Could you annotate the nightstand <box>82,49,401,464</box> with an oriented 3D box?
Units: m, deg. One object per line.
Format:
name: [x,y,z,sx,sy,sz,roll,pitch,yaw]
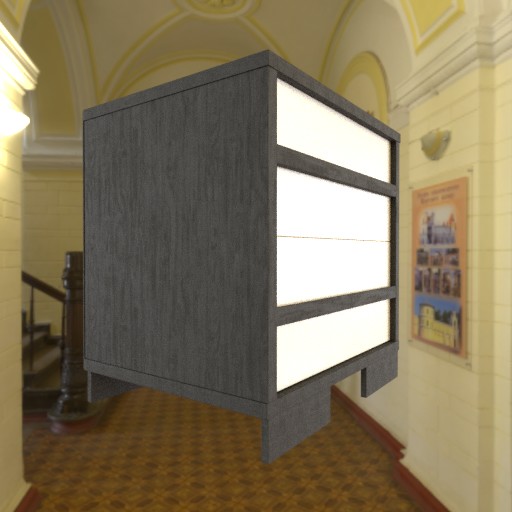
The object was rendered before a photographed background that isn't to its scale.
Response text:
nightstand: [0.000,0.000,0.749,0.347,0.448,0.427,0,1,36]
